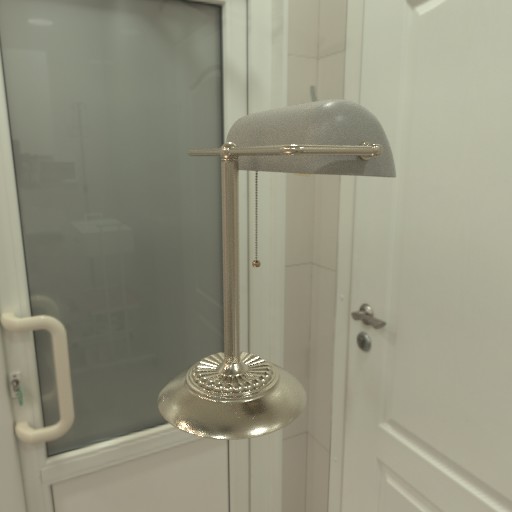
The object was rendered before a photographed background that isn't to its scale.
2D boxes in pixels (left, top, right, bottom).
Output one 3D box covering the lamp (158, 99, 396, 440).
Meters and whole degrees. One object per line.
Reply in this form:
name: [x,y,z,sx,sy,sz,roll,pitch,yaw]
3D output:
lamp: [0.000,0.000,0.518,0.243,0.339,0.264,-7,14,-27]
